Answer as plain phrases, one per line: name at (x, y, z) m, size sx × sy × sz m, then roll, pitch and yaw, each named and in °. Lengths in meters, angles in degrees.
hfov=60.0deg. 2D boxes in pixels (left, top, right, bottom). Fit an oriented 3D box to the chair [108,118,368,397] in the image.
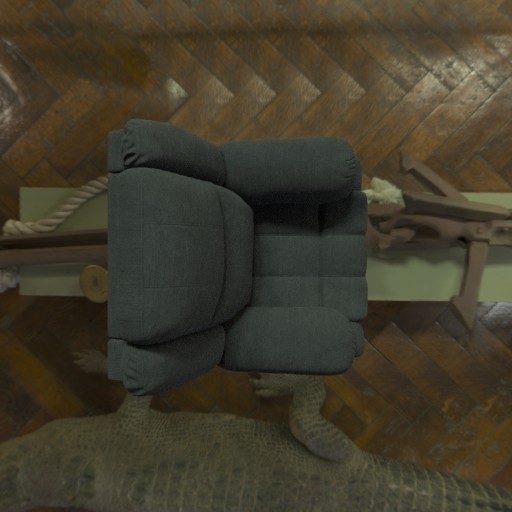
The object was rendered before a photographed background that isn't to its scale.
chair at (0.000, 0.000, 1.762) m, size 0.944 × 1.008 × 0.899 m, roll 0°, pitch 90°, yaw 0°
